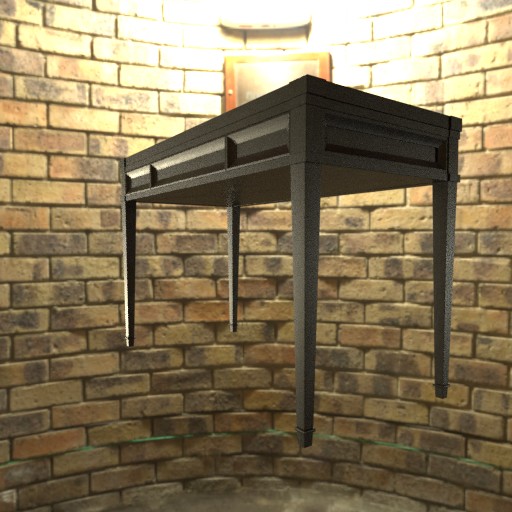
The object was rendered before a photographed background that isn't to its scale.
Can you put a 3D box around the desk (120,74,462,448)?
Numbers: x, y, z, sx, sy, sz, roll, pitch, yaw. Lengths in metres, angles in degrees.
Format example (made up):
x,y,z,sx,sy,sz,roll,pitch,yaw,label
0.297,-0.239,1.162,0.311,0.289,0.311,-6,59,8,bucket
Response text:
x,y,z,sx,sy,sz,roll,pitch,yaw,label
0.000,0.000,1.708,0.630,0.861,1.289,-1,2,-35,desk
